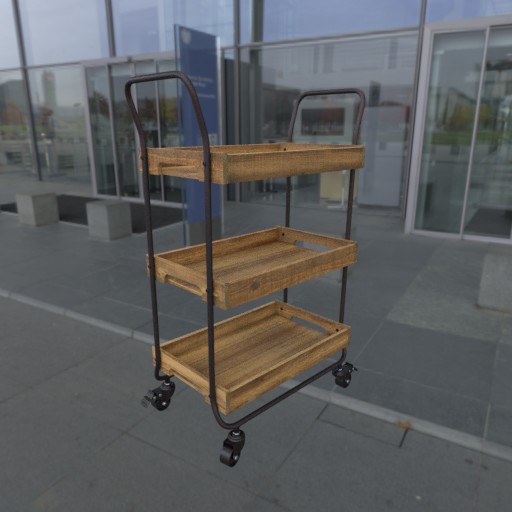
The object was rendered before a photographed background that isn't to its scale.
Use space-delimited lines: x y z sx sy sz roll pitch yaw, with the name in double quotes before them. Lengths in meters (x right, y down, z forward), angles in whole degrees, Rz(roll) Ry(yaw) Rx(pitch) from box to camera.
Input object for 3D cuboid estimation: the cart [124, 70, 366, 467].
"cart" 0.000 0.000 1.177 0.583 0.857 0.339 -15 22 -42
